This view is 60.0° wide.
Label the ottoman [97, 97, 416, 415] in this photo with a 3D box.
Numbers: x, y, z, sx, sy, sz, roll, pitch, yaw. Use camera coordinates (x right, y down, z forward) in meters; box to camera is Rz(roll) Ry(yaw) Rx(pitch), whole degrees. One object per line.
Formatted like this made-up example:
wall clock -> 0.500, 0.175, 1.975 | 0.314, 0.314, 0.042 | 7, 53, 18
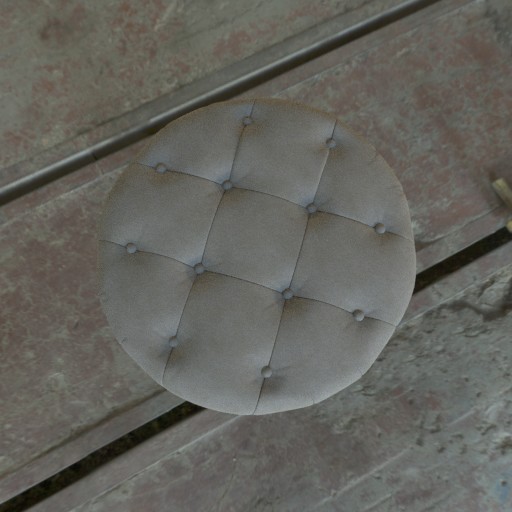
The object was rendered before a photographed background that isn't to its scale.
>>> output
ottoman -> 0.000, 0.000, 1.366 | 0.901, 0.439, 0.901 | 0, 76, 0
